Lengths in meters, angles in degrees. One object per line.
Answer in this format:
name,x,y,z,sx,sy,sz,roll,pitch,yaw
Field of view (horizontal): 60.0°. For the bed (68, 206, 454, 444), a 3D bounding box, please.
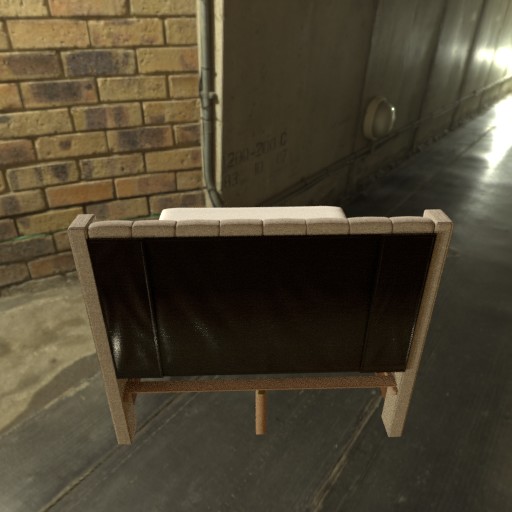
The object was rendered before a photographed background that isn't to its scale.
bed,0.000,0.000,3.769,2.044,1.748,2.372,-1,30,-2
